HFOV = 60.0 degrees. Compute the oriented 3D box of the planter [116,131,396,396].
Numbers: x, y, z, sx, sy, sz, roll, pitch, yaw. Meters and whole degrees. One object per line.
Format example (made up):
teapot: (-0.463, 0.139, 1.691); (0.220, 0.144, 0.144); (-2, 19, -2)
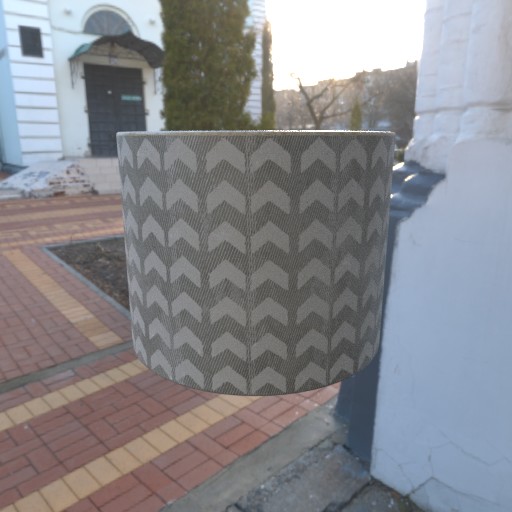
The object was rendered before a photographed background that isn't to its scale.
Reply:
planter: (0.000, 0.000, 0.338); (0.190, 0.181, 0.190); (0, 15, 0)
